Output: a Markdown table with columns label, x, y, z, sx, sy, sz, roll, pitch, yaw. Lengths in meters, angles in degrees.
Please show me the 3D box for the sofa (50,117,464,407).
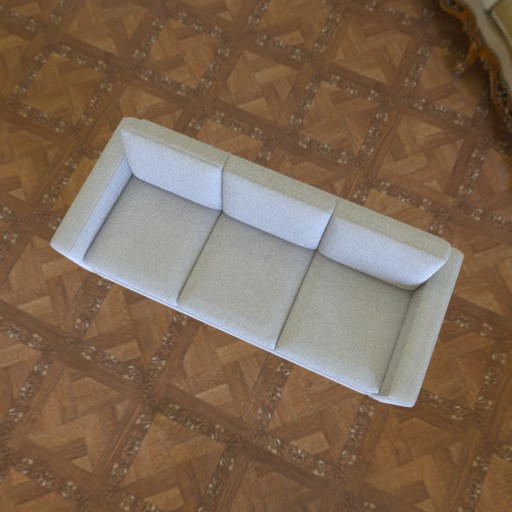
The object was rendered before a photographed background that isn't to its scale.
| label | x | y | z | sx | sy | sz | roll | pitch | yaw |
| --- | --- | --- | --- | --- | --- | --- | --- | --- | --- |
| sofa | 0.000 | 0.000 | 2.573 | 2.120 | 0.800 | 0.900 | 23 | 76 | 6 |
